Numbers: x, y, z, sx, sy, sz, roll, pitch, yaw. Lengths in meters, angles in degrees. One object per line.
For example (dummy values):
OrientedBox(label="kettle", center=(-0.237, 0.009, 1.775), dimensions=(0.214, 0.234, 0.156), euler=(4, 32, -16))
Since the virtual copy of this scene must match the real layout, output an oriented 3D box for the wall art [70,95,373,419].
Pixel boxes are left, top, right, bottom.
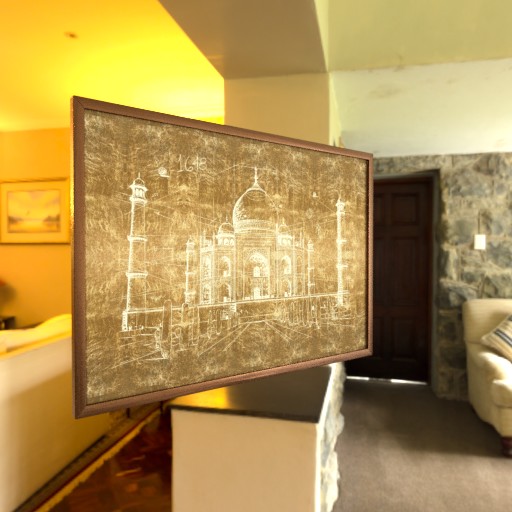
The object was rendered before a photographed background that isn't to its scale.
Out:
OrientedBox(label="wall art", center=(0.000, 0.000, 0.547), dimensions=(0.431, 0.304, 0.012), euler=(-1, 1, -36))
